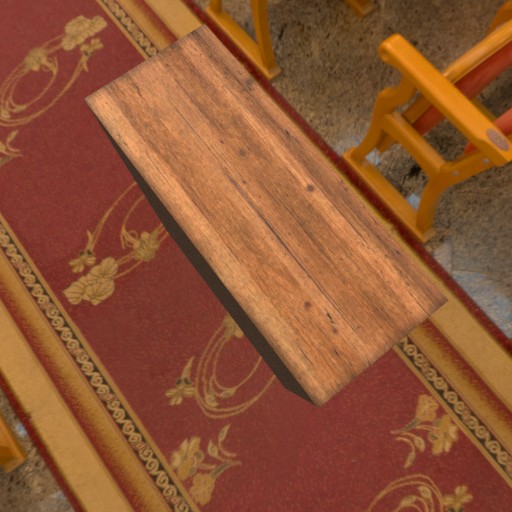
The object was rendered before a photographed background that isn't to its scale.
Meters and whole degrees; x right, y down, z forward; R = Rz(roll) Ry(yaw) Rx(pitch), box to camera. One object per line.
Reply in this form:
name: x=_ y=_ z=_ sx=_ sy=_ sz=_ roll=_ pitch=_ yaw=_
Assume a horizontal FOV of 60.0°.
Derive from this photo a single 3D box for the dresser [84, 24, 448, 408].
dresser: x=0.000 y=0.000 z=1.864 sx=0.438 sy=1.359 sz=1.067 roll=-37 pitch=78 yaw=-9
